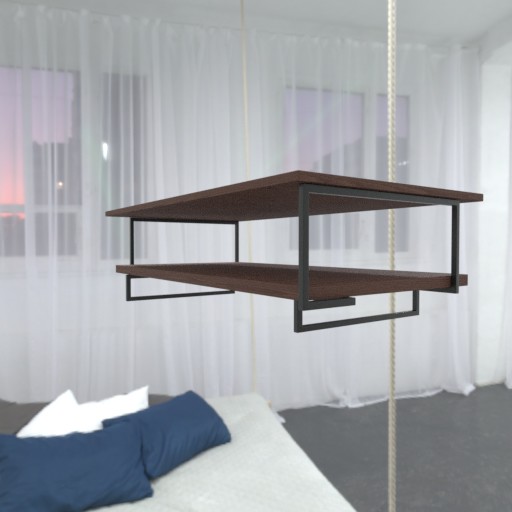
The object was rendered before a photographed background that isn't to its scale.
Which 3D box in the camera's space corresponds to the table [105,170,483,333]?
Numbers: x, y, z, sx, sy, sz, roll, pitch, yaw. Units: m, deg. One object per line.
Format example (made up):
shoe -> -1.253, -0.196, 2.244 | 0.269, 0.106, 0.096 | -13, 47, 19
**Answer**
table -> 0.000, 0.000, 1.495 | 0.651, 0.347, 1.197 | -1, 2, -35
